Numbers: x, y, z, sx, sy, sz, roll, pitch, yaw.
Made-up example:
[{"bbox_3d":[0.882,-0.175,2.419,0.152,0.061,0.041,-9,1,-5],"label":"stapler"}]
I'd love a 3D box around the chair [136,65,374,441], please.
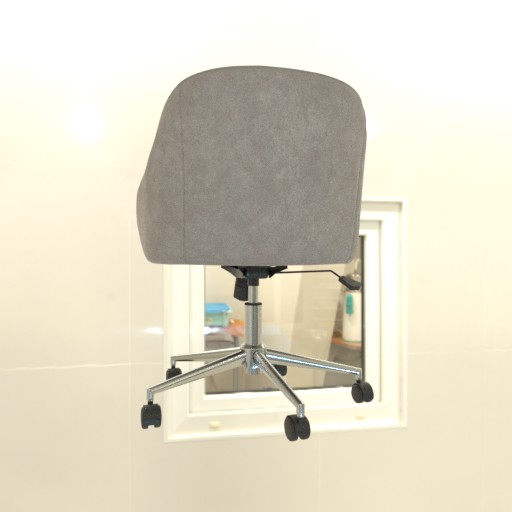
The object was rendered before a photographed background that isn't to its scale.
[{"bbox_3d":[0.000,0.000,1.242,0.635,0.831,0.573,0,0,-18],"label":"chair"}]
